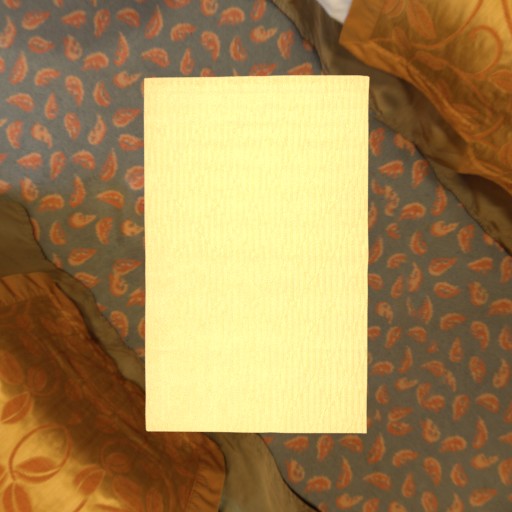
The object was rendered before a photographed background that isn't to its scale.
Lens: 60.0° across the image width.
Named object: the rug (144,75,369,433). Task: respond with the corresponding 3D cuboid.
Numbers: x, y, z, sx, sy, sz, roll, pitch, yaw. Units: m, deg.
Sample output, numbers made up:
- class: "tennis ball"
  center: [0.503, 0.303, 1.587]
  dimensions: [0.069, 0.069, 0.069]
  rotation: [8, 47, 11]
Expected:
- class: "rug"
  center: [0.000, 0.000, 3.031]
  dimensions: [1.531, 0.014, 2.441]
  rotation: [0, 91, 1]
